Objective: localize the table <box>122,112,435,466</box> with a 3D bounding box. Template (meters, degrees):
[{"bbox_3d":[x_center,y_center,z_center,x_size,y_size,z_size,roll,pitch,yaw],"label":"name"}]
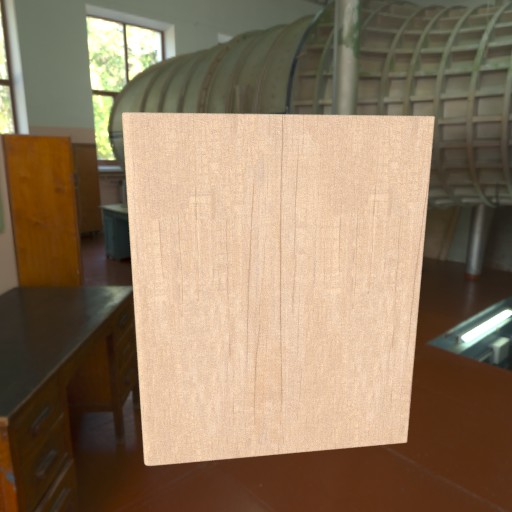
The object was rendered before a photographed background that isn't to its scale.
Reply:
[{"bbox_3d":[0.000,0.000,0.913,0.420,0.510,0.570,-2,13,-8],"label":"table"}]
